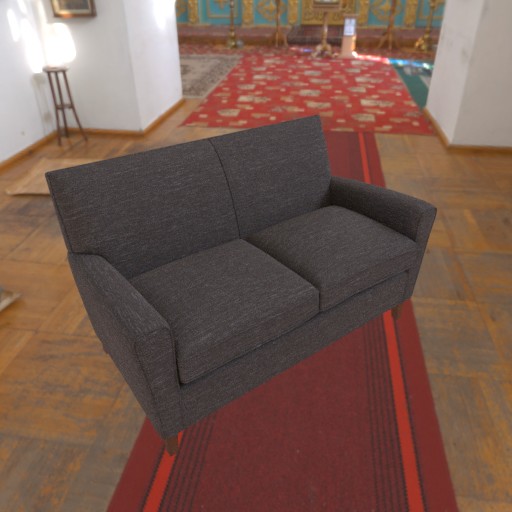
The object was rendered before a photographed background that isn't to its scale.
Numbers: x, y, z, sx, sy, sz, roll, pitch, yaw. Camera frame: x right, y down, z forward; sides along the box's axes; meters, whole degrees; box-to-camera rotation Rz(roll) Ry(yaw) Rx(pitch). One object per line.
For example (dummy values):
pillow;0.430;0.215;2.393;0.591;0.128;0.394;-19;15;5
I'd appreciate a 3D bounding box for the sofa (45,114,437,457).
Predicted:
sofa;0.000;0.000;2.035;1.509;0.905;0.867;-22;38;-30
